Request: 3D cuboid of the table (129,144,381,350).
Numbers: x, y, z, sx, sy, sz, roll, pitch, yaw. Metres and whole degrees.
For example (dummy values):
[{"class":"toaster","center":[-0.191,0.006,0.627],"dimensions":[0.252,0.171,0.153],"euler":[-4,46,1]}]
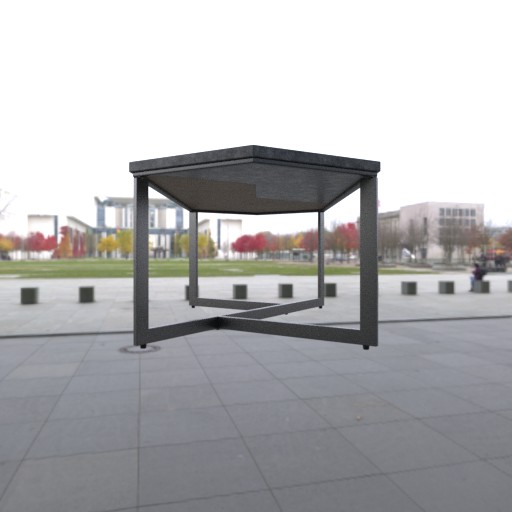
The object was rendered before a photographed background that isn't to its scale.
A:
[{"class":"table","center":[0.000,0.000,1.513],"dimensions":[0.609,0.457,1.219],"euler":[0,0,1]}]
